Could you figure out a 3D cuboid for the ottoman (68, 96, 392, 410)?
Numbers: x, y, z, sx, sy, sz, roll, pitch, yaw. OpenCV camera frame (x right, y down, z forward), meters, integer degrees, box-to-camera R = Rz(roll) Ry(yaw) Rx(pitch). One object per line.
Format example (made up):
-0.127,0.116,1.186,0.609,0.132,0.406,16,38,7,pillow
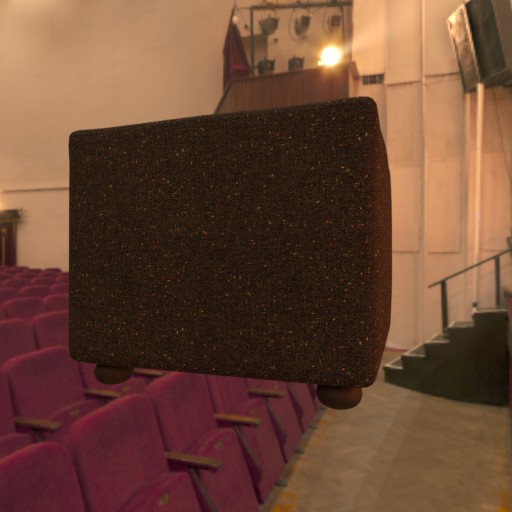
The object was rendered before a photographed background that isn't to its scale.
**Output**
0.000,0.000,0.877,0.508,0.432,0.508,0,0,19,ottoman
